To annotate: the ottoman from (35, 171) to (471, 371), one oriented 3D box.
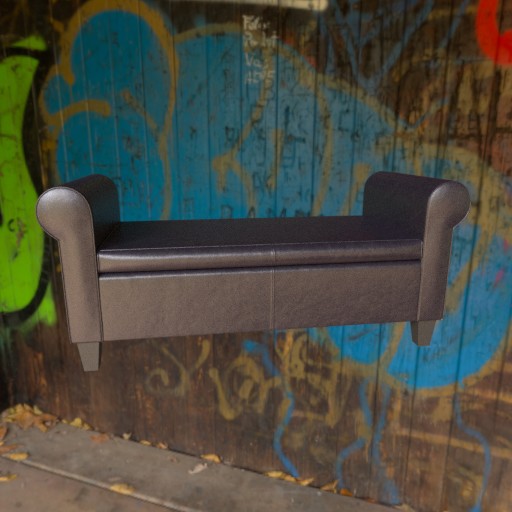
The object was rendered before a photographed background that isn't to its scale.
[{"bbox_3d":[0.000,0.000,1.550,1.256,0.547,0.521,-2,14,-9],"label":"ottoman"}]
